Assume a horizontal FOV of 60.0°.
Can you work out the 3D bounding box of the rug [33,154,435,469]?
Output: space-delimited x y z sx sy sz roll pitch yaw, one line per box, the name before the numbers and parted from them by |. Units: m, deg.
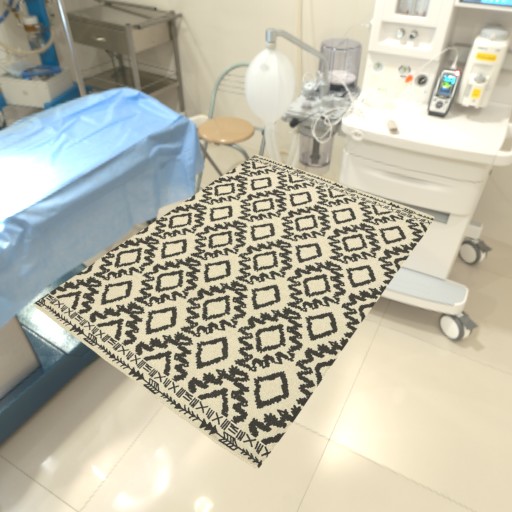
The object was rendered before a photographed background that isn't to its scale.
rug | 0.000 0.000 4.358 2.444 0.036 3.369 25 47 26
